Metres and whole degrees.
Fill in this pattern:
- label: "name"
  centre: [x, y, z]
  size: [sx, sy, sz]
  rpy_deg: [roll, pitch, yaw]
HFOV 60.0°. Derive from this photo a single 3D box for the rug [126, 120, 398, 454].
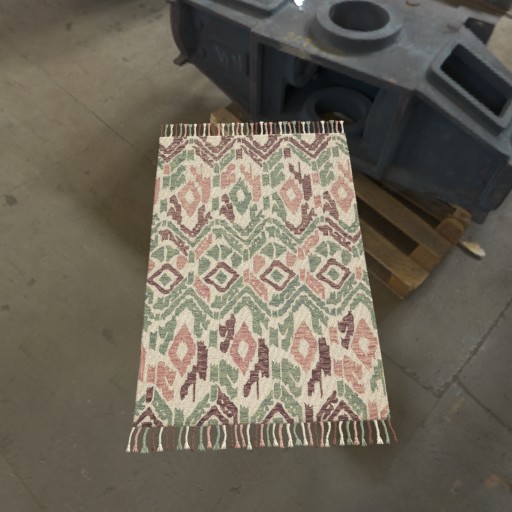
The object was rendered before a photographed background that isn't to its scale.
- label: "rug"
  centre: [0.000, 0.000, 3.033]
  size: [1.524, 0.011, 2.438]
  rpy_deg: [-2, 63, -1]
